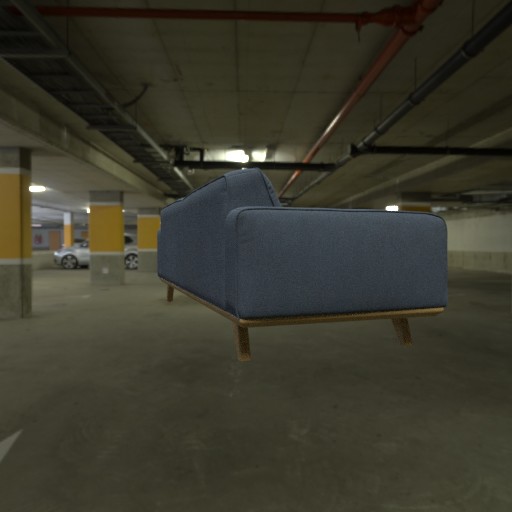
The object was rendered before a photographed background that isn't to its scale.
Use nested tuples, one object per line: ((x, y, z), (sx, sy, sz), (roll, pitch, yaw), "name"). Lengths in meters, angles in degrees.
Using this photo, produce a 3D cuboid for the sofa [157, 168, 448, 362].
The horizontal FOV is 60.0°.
((0.000, 0.000, 2.775), (0.953, 0.782, 2.270), (-1, 2, -20), "sofa")
